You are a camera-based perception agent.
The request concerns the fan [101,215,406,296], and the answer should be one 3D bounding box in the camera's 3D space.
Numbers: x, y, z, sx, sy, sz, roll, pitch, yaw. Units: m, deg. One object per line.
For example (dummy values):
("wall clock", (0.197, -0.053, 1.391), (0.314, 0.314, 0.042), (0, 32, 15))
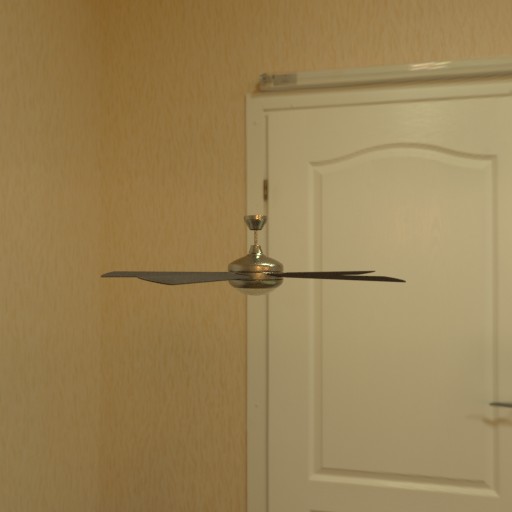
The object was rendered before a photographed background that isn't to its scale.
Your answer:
("fan", (0.000, 0.000, 1.988), (1.321, 0.356, 1.321), (0, -1, -19))
